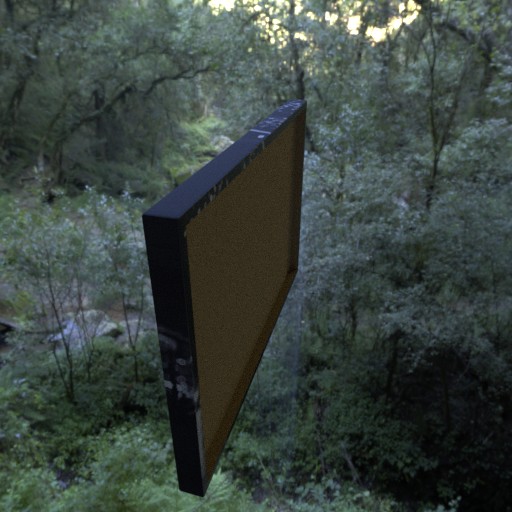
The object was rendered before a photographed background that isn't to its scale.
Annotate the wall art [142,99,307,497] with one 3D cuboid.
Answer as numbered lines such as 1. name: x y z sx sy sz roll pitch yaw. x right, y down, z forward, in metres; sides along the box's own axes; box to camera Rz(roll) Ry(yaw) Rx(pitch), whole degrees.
1. wall art: 0.000 0.000 0.749 0.037 0.406 0.609 8 30 14
